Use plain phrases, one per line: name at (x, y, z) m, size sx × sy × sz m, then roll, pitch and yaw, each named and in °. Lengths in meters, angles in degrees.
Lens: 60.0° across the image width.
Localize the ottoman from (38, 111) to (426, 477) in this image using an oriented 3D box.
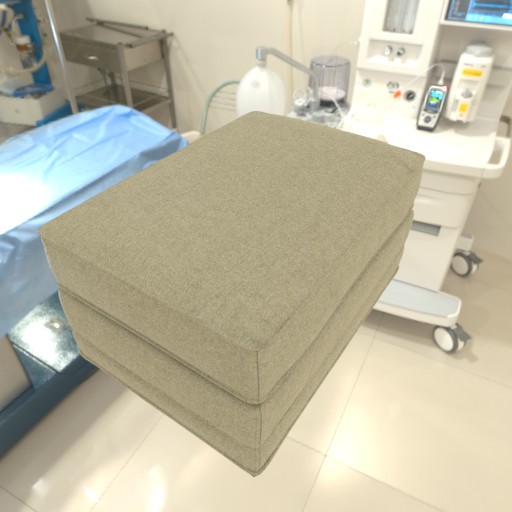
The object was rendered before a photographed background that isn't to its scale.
ottoman at (0.000, 0.000, 1.198) m, size 0.611 × 0.508 × 0.848 m, roll 24°, pitch 45°, yaw 26°
